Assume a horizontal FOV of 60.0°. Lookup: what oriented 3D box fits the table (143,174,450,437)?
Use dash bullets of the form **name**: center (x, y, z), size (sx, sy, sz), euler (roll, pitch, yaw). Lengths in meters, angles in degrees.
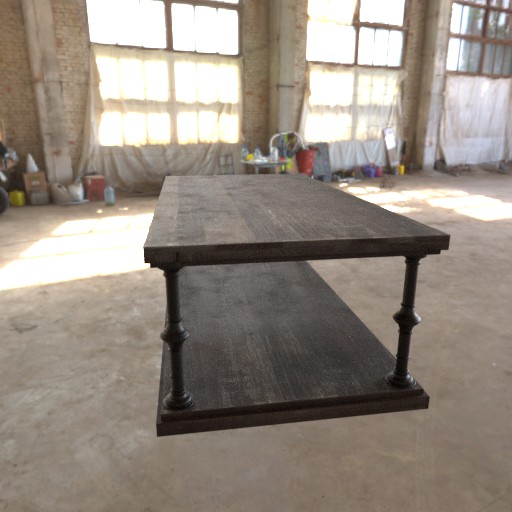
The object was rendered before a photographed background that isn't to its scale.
- **table**: center (0.000, 0.000, 1.344), size (0.554, 0.373, 1.088), euler (-3, 17, -9)
